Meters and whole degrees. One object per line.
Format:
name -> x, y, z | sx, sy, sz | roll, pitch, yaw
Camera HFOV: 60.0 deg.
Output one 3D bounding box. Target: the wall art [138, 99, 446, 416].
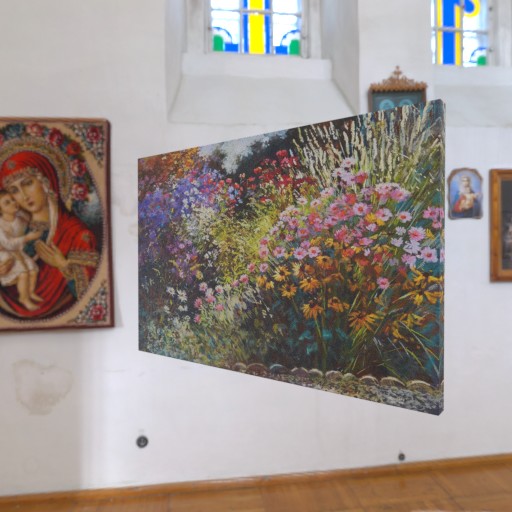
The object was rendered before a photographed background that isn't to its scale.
wall art -> 0.000, 0.000, 1.135 | 0.908, 0.604, 0.037 | 1, 1, 37
